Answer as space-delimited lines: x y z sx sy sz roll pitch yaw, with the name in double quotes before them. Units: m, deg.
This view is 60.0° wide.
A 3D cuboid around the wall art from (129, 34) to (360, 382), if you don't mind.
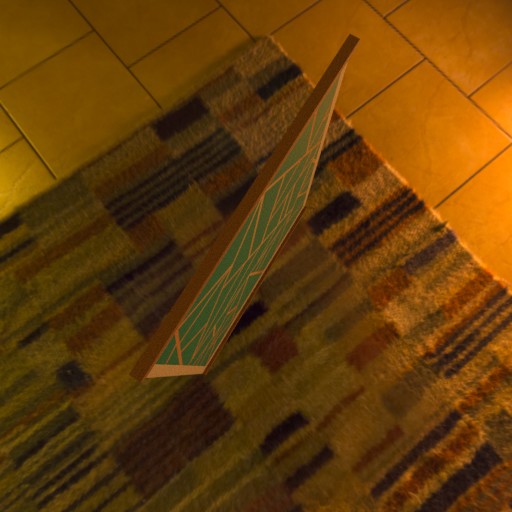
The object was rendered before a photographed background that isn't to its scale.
"wall art" 0.000 0.000 0.669 0.012 0.508 0.405 30 78 7
